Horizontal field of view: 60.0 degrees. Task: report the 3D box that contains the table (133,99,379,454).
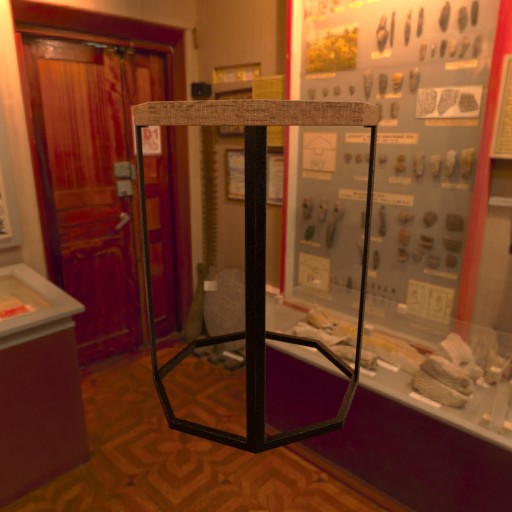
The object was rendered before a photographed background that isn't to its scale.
[{"bbox_3d":[0.000,0.000,0.864,0.437,0.553,0.437,-16,23,-43],"label":"table"}]
